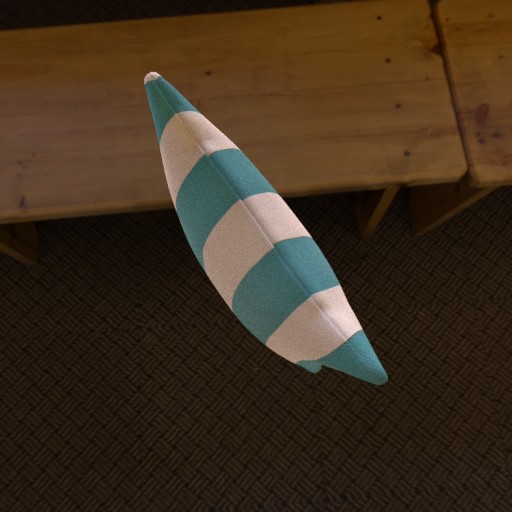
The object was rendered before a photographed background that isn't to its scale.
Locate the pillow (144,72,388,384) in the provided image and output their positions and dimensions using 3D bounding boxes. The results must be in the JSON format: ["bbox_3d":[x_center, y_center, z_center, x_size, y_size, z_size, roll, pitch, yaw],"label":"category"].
[{"bbox_3d":[0.000,0.000,0.828,0.189,0.526,0.536,-36,78,-9],"label":"pillow"}]
